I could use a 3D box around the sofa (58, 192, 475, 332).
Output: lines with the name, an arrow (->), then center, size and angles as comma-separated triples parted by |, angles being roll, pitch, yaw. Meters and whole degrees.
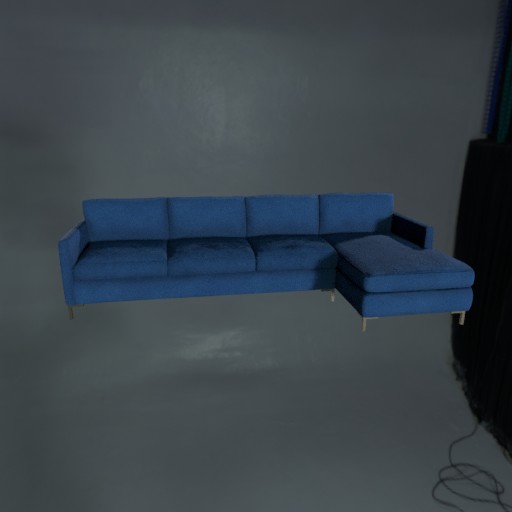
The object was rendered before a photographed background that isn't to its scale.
sofa -> 0.000, 0.000, 3.500 | 2.932, 0.810, 1.350 | -3, 17, -9
